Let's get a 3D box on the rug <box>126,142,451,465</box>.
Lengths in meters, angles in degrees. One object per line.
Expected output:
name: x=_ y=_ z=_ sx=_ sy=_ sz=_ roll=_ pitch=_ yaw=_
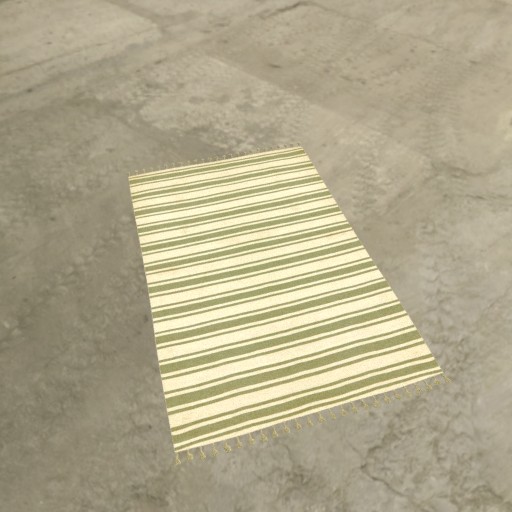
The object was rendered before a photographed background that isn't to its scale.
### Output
rug: x=0.000 y=0.000 z=3.071 sx=1.540 sy=0.018 sz=2.435 roll=-12 pitch=49 yaw=-11
